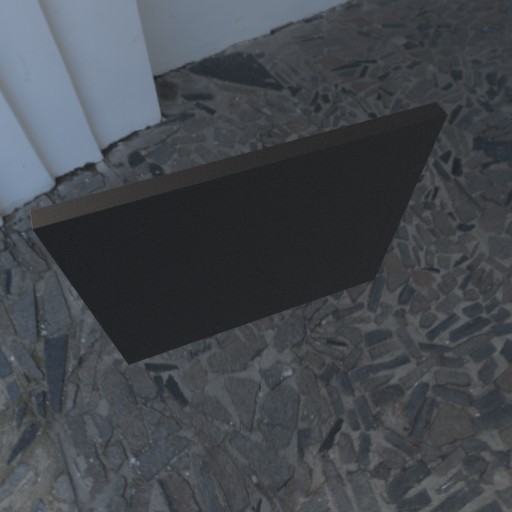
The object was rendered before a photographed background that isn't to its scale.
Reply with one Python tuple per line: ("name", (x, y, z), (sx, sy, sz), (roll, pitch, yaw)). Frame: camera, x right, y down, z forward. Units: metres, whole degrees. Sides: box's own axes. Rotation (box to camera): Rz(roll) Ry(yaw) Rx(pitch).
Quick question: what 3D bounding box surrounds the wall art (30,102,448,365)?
("wall art", (0.000, 0.000, 0.759), (0.558, 0.457, 0.029), (-18, 59, -11))
